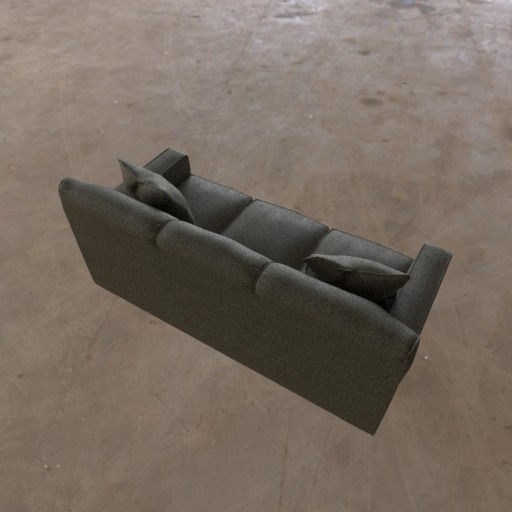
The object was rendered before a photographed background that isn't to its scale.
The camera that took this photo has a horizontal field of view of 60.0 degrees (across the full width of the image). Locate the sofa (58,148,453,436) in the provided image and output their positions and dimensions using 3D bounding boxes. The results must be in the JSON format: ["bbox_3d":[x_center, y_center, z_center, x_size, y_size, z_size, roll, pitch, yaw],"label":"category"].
[{"bbox_3d":[0.000,0.000,2.660,2.024,0.958,0.997,24,51,21],"label":"sofa"}]
